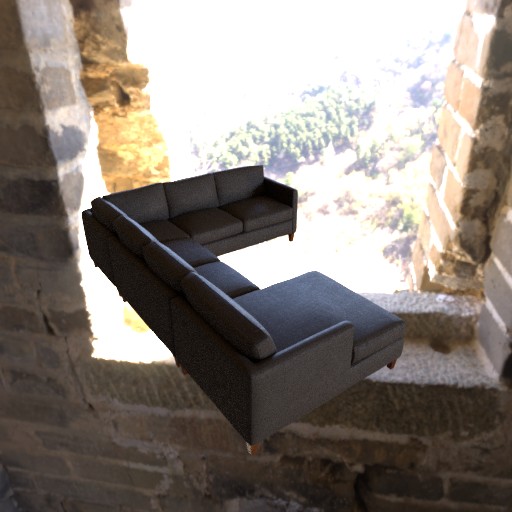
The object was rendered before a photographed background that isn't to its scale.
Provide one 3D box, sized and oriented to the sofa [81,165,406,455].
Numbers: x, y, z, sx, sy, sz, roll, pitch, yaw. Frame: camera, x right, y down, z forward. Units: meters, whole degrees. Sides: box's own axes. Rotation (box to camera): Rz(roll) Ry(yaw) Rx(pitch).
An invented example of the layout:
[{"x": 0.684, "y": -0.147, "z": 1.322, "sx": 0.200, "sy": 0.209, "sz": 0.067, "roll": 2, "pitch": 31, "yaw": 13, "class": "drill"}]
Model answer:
[{"x": 0.000, "y": 0.000, "z": 4.685, "sx": 2.594, "sy": 0.961, "sz": 3.460, "roll": -18, "pitch": 32, "yaw": -31, "class": "sofa"}]
